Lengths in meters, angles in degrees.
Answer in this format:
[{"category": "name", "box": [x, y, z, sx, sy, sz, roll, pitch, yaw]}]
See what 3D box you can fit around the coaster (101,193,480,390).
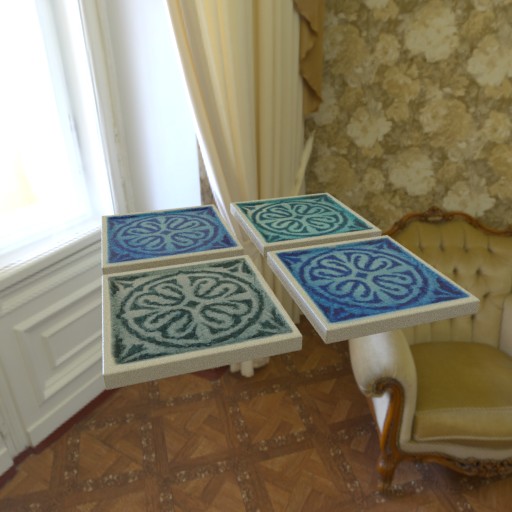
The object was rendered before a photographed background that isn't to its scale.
[{"category": "coaster", "box": [0.000, 0.000, 0.332, 0.219, 0.010, 0.214, -8, 28, -16]}]
